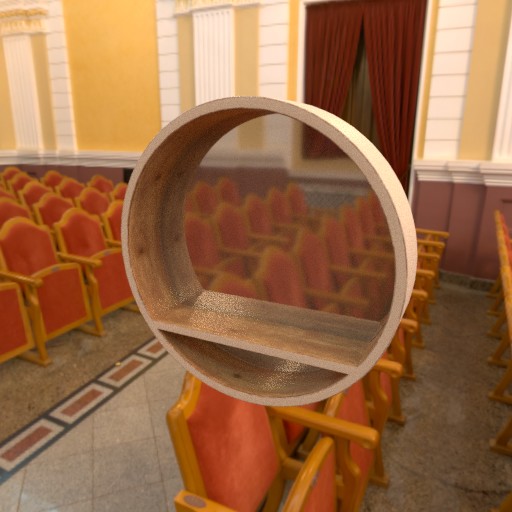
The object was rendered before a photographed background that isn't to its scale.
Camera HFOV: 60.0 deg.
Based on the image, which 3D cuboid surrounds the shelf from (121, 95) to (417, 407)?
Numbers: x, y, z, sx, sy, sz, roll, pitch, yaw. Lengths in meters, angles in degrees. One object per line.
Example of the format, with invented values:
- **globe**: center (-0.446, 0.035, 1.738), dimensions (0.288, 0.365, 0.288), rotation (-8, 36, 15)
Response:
- **shelf**: center (0.000, 0.000, 1.198), dimensions (0.806, 0.807, 0.158), rotation (8, 18, 25)
